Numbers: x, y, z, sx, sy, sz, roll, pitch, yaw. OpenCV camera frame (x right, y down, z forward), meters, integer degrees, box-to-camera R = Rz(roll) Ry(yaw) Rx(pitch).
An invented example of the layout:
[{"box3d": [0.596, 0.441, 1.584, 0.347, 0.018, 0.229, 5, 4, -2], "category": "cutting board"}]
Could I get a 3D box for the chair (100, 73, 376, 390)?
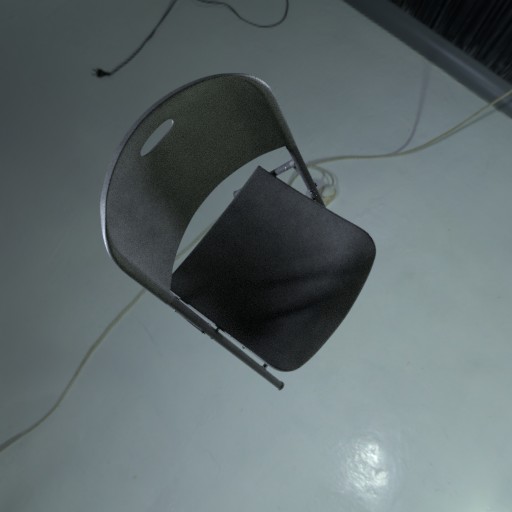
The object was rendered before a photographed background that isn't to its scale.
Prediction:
[{"box3d": [0.000, 0.000, 1.190, 0.566, 0.810, 0.494, 36, 78, 9], "category": "chair"}]
